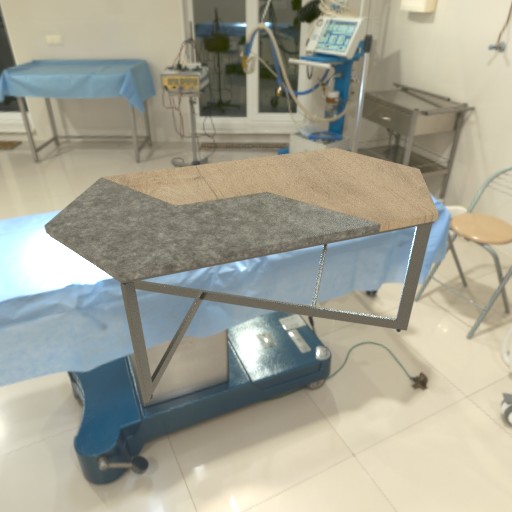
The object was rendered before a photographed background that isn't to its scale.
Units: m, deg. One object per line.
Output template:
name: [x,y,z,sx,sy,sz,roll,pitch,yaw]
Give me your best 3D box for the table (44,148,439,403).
table: [0.000,0.000,1.496,1.219,0.457,0.609,-11,34,-17]
